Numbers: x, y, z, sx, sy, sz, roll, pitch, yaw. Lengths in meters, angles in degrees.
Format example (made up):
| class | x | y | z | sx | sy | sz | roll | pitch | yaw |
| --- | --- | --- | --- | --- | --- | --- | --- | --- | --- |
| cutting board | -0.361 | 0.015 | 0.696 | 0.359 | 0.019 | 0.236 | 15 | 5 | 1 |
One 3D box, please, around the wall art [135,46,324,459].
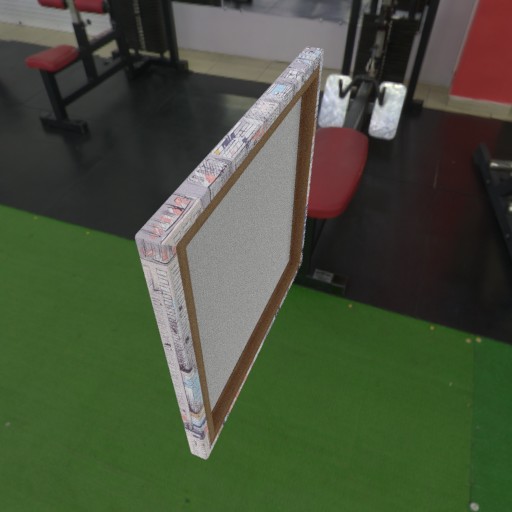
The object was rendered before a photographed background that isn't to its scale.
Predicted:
| class | x | y | z | sx | sy | sz | roll | pitch | yaw |
| --- | --- | --- | --- | --- | --- | --- | --- | --- | --- |
| wall art | 0.000 | 0.000 | 1.118 | 0.048 | 0.762 | 0.761 | 16 | 47 | 16 |
